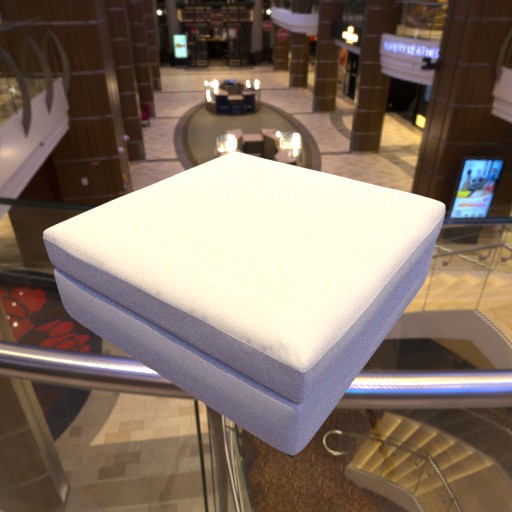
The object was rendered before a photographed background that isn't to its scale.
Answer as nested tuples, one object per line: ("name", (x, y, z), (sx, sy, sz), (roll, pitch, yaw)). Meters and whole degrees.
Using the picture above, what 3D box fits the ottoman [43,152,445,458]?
("ottoman", (0.000, 0.000, 1.809), (1.163, 0.482, 1.167), (21, 37, 30))
